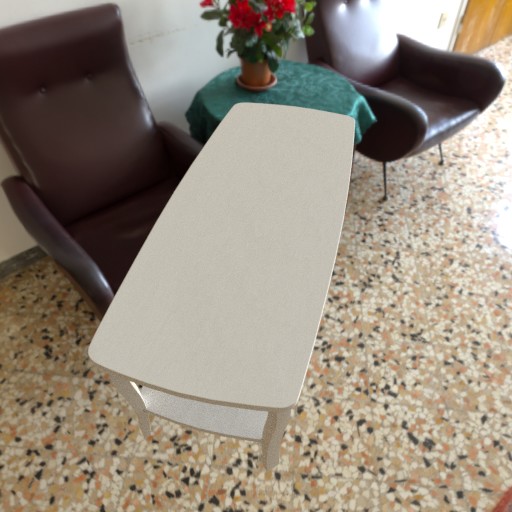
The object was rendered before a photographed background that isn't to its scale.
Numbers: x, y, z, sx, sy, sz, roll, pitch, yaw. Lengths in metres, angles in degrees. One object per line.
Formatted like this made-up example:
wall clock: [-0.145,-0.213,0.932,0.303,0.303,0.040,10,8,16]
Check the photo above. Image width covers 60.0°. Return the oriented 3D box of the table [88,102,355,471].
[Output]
table: [0.000,0.000,1.596,0.561,0.474,1.334,11,47,10]
